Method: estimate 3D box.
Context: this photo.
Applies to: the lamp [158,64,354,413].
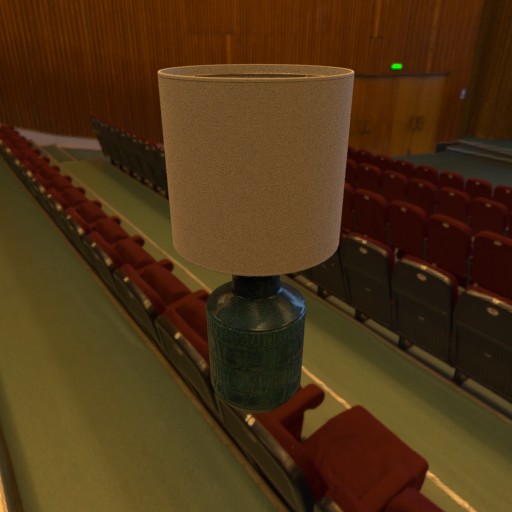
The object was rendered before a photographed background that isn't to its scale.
[{"bbox_3d":[0.000,0.000,0.586,0.211,0.455,0.211,-18,32,-32],"label":"lamp"}]
